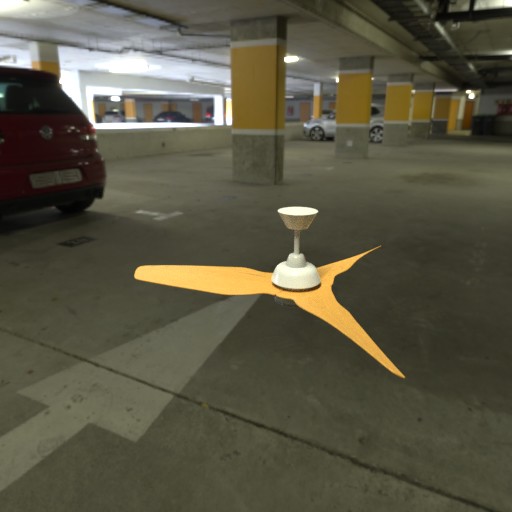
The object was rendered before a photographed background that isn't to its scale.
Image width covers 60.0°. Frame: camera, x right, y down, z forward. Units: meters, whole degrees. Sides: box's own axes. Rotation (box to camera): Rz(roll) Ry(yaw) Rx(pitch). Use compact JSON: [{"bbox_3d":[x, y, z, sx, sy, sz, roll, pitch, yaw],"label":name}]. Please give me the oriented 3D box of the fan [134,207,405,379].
[{"bbox_3d":[0.000,0.000,1.665,1.010,0.355,1.142,3,18,10],"label":"fan"}]
